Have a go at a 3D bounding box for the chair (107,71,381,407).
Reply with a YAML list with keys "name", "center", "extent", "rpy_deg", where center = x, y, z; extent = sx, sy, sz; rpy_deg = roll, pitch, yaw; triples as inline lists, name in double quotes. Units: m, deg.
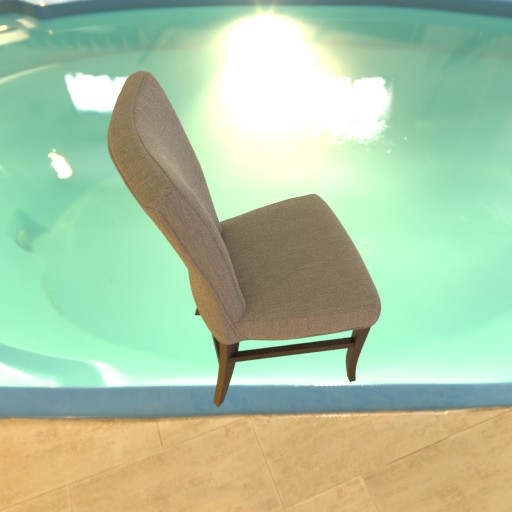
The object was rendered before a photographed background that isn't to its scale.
- name: "chair"
  center: [0.000, 0.000, 1.343]
  extent: [0.660, 0.991, 0.520]
  rpy_deg: [-11, 48, -10]
